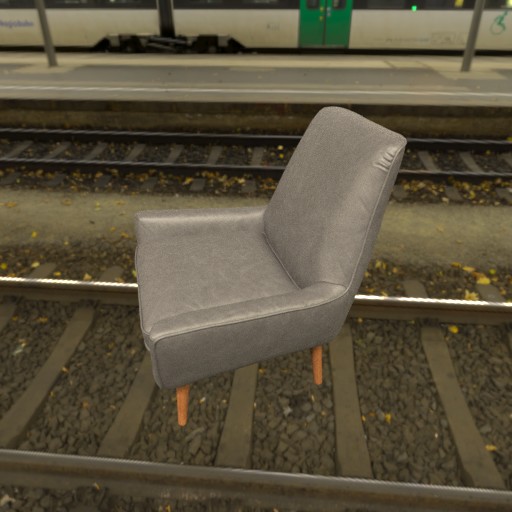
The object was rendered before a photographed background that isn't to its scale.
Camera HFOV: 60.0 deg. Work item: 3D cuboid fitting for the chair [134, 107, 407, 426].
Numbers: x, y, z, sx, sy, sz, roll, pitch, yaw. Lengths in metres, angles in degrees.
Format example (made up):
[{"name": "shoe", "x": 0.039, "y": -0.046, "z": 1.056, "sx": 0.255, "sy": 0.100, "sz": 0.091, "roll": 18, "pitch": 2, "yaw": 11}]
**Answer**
[{"name": "chair", "x": 0.000, "y": 0.000, "z": 1.543, "sx": 0.822, "sy": 0.888, "sz": 0.787, "roll": -8, "pitch": 32, "yaw": -14}]
